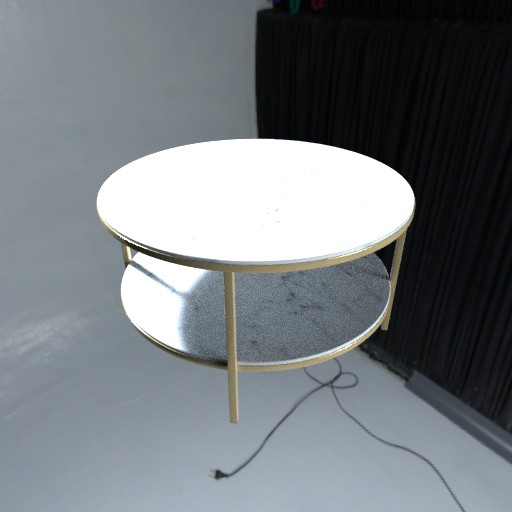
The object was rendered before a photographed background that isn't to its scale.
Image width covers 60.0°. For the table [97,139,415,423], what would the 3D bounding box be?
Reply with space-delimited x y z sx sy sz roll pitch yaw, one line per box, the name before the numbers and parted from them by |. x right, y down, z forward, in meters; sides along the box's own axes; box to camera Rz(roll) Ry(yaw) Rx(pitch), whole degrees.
table | 0.000 0.000 1.276 0.800 0.450 0.800 0 31 0
